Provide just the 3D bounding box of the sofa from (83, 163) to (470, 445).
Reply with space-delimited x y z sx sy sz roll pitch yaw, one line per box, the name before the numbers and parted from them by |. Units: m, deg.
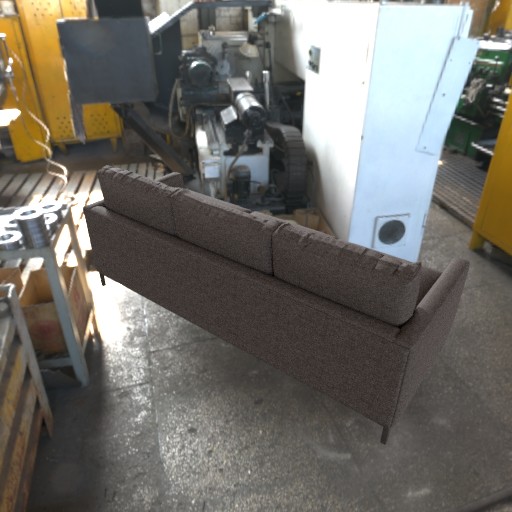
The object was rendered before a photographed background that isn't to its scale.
sofa | 0.000 0.000 2.718 2.253 0.882 0.876 21 37 32
